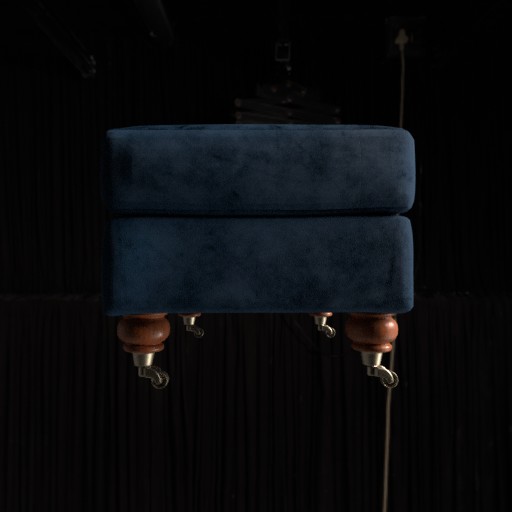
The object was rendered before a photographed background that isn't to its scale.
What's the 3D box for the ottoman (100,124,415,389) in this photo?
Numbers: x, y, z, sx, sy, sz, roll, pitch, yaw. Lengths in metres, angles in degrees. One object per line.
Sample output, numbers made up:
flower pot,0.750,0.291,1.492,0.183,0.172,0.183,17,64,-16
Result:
ottoman,0.000,0.000,1.132,0.572,0.503,0.773,0,-2,-1
